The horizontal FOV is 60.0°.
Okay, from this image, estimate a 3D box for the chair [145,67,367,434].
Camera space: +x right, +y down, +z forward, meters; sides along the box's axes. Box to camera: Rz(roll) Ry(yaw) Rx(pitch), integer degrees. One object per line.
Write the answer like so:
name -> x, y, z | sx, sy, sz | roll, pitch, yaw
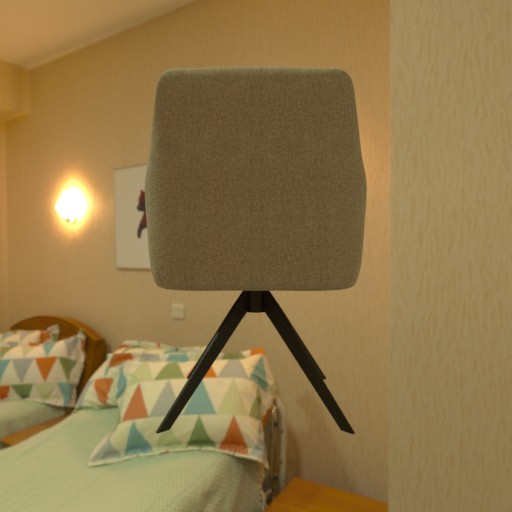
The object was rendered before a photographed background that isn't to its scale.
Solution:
chair -> 0.000, 0.000, 1.328 | 0.642, 0.874, 0.677 | 0, 1, 1
